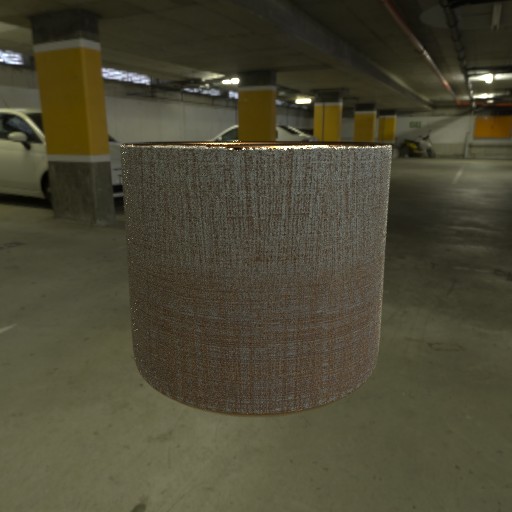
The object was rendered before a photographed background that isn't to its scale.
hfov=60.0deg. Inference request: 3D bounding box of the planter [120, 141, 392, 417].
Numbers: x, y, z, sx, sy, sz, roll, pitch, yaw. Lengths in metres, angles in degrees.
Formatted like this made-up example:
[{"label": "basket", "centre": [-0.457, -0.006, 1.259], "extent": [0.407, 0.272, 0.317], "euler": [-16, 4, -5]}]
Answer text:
[{"label": "planter", "centre": [0.000, 0.000, 0.315], "extent": [0.177, 0.157, 0.177], "euler": [0, 15, 0]}]
